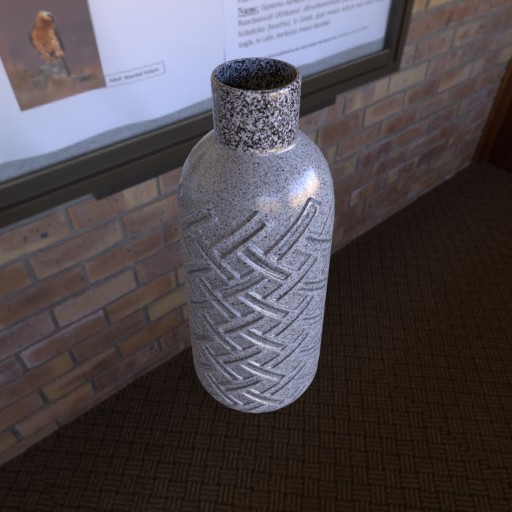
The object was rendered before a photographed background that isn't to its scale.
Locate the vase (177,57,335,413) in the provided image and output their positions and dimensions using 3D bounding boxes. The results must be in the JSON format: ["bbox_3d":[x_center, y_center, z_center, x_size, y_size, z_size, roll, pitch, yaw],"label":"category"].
[{"bbox_3d":[0.000,0.000,0.346,0.122,0.282,0.122,0,43,0],"label":"vase"}]
